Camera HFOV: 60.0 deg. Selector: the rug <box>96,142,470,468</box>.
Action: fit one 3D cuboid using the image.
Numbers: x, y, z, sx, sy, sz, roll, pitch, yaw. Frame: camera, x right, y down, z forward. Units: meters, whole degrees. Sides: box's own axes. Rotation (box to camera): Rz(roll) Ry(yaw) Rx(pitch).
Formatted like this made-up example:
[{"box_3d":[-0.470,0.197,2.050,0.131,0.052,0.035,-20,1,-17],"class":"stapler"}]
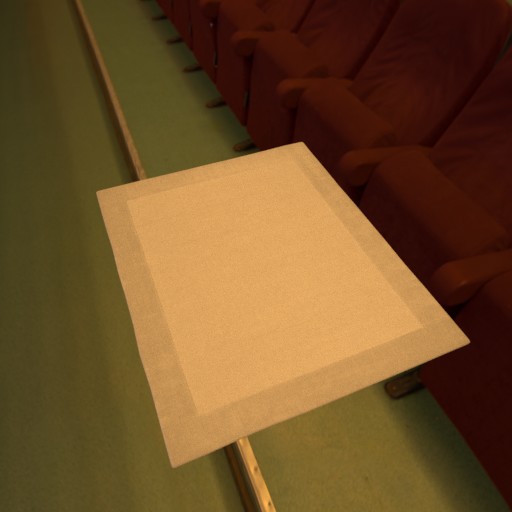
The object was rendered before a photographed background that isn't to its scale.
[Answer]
[{"box_3d":[0.000,0.000,4.077,2.430,0.018,2.976,-17,51,-15],"class":"rug"}]
